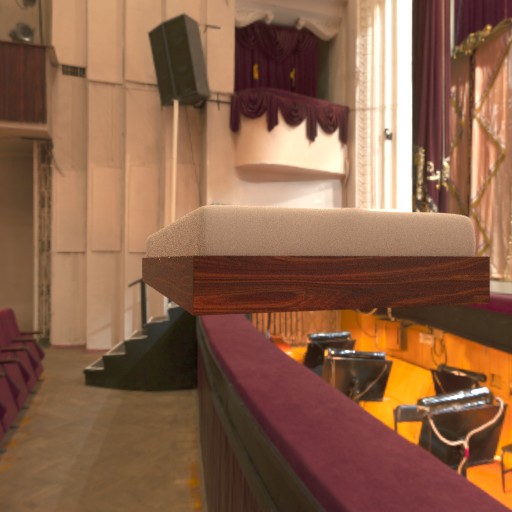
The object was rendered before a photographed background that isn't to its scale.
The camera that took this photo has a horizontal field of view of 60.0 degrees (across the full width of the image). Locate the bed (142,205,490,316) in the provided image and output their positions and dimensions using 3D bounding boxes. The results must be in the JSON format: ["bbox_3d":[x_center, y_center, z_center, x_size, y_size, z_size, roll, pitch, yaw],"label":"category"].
[{"bbox_3d":[0.000,0.000,2.134,0.940,0.312,1.860,0,0,-18],"label":"bed"}]
